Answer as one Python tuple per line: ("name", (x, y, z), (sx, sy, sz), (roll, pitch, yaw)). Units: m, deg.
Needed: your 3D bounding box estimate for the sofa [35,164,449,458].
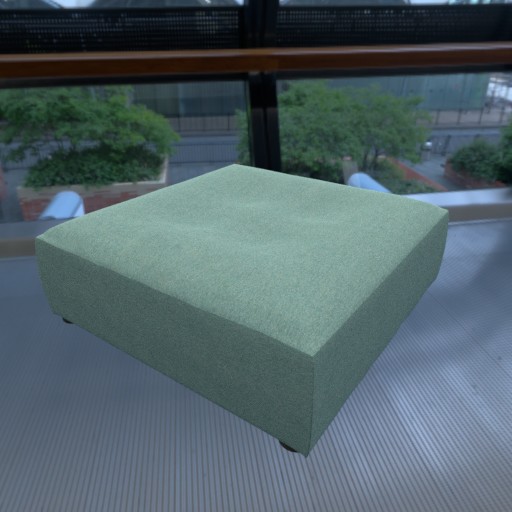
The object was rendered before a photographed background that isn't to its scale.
("sofa", (0.000, 0.000, 1.416), (0.930, 0.330, 0.930), (18, 31, 32))
